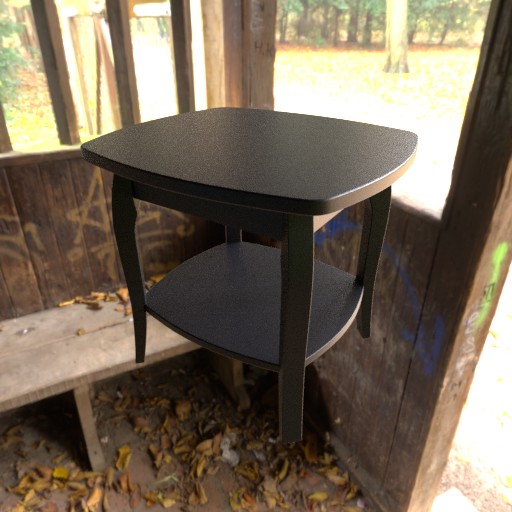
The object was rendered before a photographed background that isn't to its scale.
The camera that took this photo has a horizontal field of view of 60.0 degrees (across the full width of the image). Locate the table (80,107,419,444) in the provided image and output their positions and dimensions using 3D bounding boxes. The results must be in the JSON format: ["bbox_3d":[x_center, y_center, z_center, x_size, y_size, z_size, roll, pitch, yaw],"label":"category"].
[{"bbox_3d":[0.000,0.000,0.864,0.508,0.457,0.457,18,34,29],"label":"table"}]
